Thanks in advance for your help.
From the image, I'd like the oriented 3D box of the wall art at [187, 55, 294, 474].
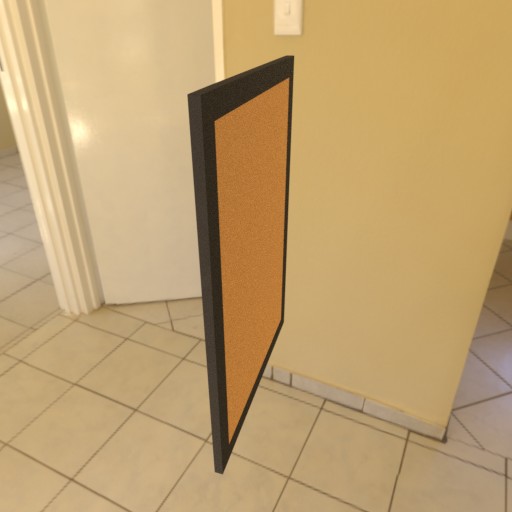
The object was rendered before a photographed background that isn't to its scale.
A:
[{"bbox_3d":[0.000,0.000,0.683,0.013,0.534,0.380,8,30,15],"label":"wall art"}]
